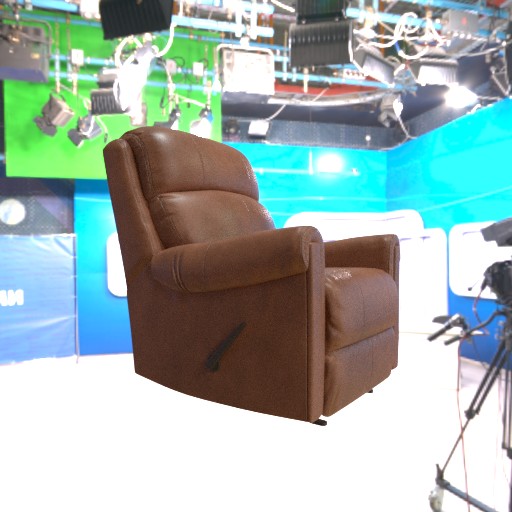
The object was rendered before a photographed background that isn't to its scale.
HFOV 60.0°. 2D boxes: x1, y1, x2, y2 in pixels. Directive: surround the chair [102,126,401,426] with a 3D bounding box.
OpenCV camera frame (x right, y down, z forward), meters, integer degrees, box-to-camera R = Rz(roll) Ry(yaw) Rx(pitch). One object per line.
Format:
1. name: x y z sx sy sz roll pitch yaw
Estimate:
1. chair: 0.000 0.000 1.792 1.014 1.054 0.838 0 1 36
